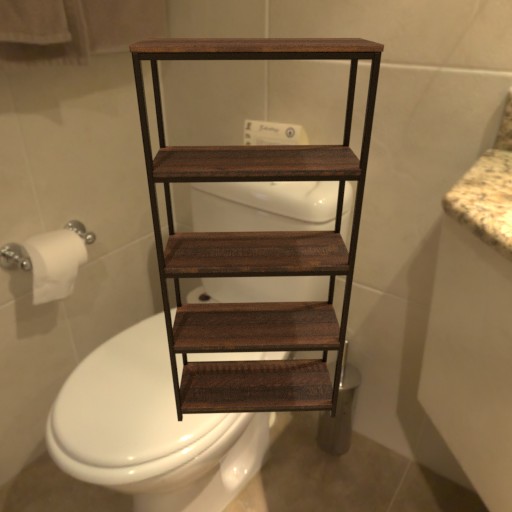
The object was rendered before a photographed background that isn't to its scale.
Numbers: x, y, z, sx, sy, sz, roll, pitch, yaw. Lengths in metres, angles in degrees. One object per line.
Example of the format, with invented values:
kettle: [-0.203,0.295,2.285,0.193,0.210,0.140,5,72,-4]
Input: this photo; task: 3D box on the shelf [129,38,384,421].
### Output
shelf: [0.000,0.000,2.130,0.874,1.860,0.359,-1,29,-1]
